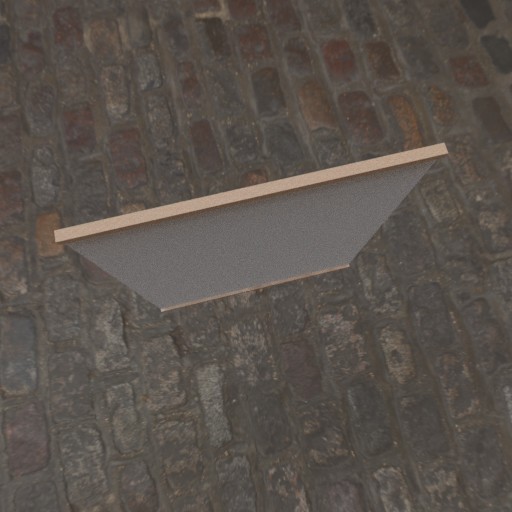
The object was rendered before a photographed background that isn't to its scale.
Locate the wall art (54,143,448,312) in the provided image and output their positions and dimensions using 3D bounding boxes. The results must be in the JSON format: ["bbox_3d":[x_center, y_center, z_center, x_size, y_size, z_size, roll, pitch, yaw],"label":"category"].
[{"bbox_3d":[0.000,0.000,0.691,0.405,0.508,0.012,-13,75,-3],"label":"wall art"}]
